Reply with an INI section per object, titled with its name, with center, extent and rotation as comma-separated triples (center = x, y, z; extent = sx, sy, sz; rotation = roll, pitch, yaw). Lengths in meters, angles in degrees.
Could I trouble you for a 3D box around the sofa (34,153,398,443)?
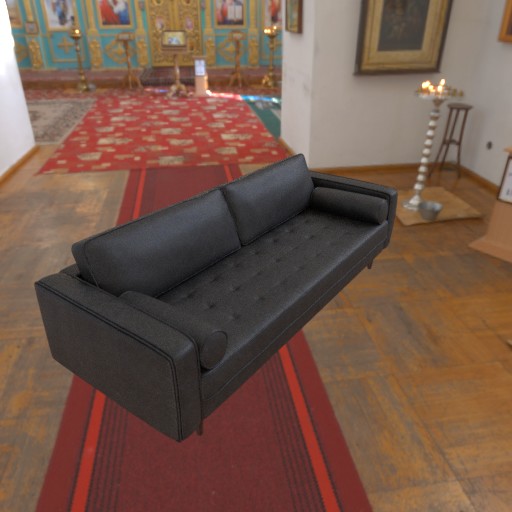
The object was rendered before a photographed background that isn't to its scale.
[sofa]
center = 0.000, 0.000, 2.599
extent = 0.914, 0.762, 2.210
rotation = 19, 33, 31
